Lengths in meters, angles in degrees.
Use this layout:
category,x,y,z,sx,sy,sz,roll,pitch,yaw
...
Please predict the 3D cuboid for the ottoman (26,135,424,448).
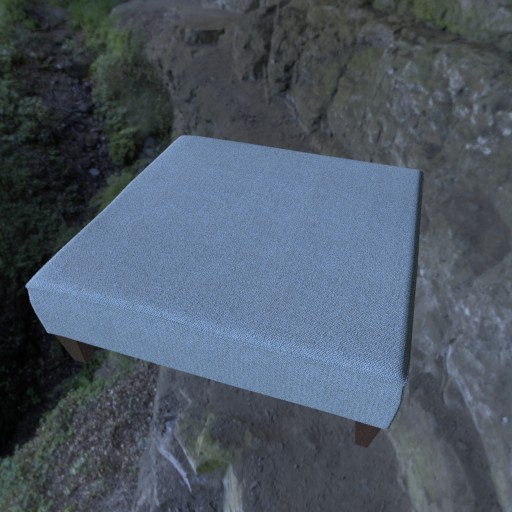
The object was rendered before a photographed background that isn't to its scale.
category,x,y,z,sx,sy,sz,roll,pitch,yaw
ottoman,0.000,0.000,1.507,1.004,0.379,0.968,12,42,14
